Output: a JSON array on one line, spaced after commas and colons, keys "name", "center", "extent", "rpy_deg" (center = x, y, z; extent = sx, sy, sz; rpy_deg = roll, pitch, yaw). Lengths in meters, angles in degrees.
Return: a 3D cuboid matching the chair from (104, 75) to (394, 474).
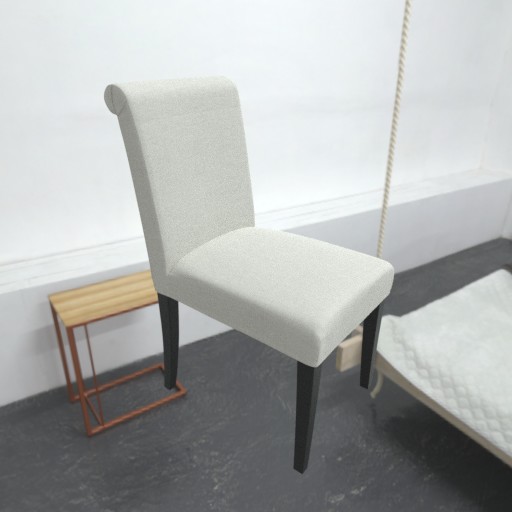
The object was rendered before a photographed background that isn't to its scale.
[{"name": "chair", "center": [0.000, 0.000, 1.344], "extent": [0.708, 0.976, 0.452], "rpy_deg": [18, 31, 33]}]
